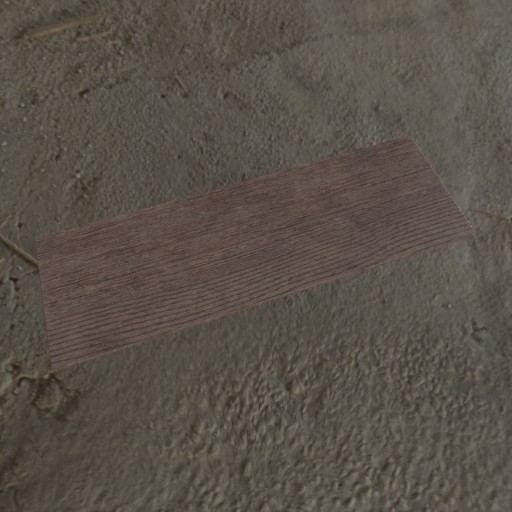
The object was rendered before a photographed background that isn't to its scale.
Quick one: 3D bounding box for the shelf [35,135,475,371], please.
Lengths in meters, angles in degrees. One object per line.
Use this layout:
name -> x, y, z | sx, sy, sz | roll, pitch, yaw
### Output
shelf -> 0.000, 0.000, 0.699 | 0.610, 0.125, 0.200 | -17, 64, -9
